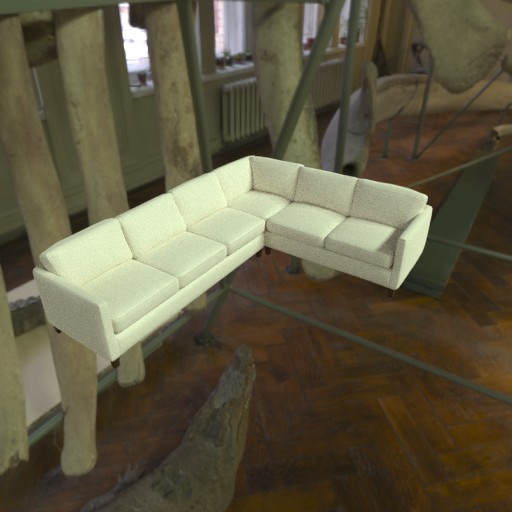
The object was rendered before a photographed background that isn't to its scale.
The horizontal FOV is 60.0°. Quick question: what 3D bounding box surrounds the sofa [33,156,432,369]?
[{"bbox_3d":[0.000,0.000,4.511,2.593,0.947,3.302,20,36,29],"label":"sofa"}]
